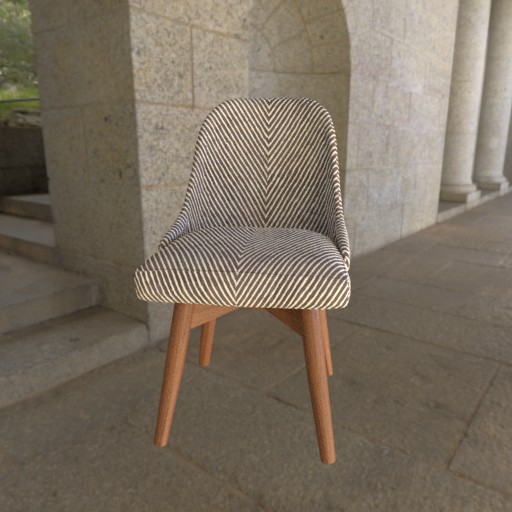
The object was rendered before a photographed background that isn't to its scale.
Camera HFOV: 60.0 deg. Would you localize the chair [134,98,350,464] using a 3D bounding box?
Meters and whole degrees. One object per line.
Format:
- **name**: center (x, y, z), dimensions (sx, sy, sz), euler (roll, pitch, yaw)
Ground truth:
- **chair**: center (0.000, 0.000, 1.232), dimensions (0.504, 0.883, 0.591), euler (2, 14, 8)
